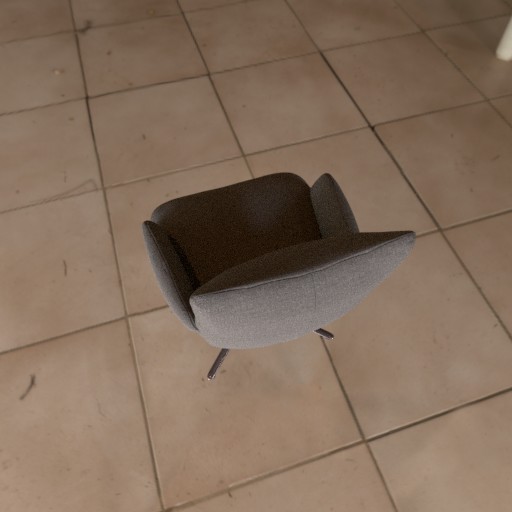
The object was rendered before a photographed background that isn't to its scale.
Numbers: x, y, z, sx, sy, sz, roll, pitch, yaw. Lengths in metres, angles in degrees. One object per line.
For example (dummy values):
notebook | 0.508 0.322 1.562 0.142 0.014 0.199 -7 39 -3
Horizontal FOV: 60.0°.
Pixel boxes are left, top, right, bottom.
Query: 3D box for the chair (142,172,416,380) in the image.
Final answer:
chair | 0.000 0.000 1.546 0.702 0.984 0.831 -16 59 -10
